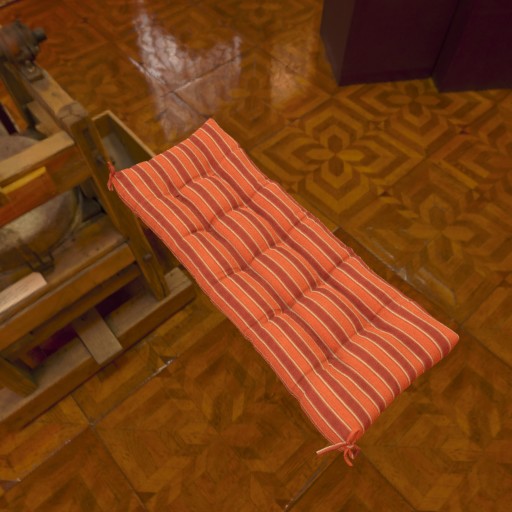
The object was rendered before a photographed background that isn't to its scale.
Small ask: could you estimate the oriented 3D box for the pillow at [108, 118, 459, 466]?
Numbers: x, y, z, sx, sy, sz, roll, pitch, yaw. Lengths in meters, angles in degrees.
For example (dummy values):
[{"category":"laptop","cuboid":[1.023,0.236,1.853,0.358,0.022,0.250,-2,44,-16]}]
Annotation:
[{"category":"pillow","cuboid":[0.000,0.000,1.359,0.511,0.174,1.194,-35,64,-20]}]
